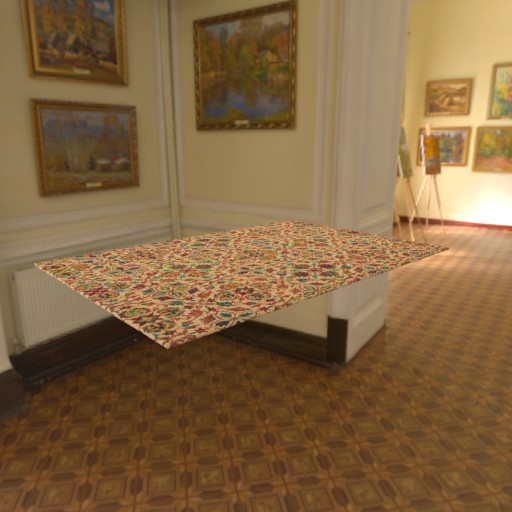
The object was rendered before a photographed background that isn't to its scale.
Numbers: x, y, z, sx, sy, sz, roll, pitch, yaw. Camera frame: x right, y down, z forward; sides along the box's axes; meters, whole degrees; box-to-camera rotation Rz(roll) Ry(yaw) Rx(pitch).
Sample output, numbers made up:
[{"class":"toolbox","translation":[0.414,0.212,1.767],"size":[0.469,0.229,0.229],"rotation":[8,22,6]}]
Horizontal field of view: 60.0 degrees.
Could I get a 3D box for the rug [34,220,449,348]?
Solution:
[{"class":"rug","translation":[0.000,0.000,2.926],"size":[2.297,0.018,1.541],"rotation":[-13,19,-41]}]
